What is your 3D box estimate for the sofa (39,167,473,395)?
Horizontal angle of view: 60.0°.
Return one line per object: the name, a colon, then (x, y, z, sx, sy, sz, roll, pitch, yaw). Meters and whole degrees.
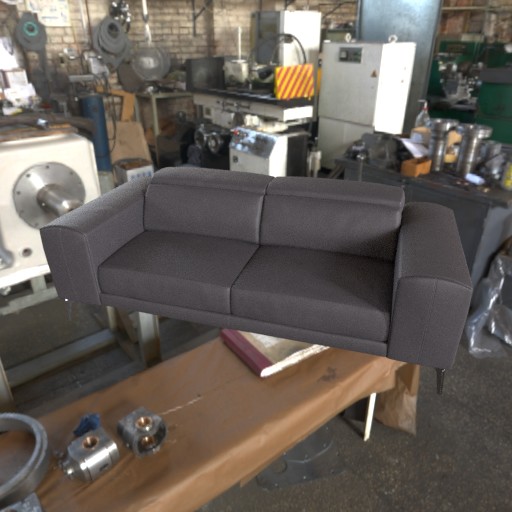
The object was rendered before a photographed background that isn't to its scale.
sofa: (0.000, 0.000, 2.778, 2.330, 0.814, 1.048, 8, 28, 15)
